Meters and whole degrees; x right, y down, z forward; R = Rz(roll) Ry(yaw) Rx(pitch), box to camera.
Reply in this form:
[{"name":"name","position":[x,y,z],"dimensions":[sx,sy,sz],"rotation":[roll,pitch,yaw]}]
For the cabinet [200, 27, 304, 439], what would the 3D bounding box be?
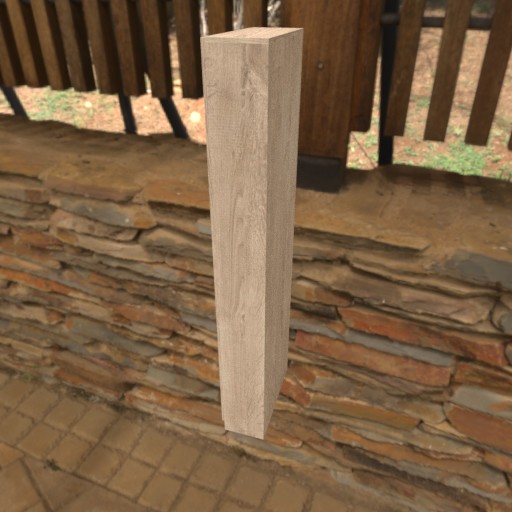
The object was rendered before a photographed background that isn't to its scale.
[{"name":"cabinet","position":[0.000,0.000,1.980],"dimensions":[0.230,1.790,0.500],"rotation":[9,32,15]}]
